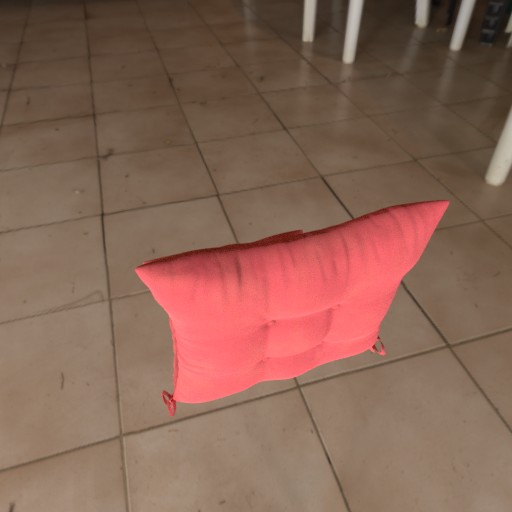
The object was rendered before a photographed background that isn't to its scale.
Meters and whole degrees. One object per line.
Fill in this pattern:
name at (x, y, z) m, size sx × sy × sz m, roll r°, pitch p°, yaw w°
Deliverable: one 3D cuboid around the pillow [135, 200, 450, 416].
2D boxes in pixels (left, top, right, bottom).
pillow at (0.000, 0.000, 1.005) m, size 0.541 × 0.536 × 0.585 m, roll -13°, pitch 44°, yaw -13°
